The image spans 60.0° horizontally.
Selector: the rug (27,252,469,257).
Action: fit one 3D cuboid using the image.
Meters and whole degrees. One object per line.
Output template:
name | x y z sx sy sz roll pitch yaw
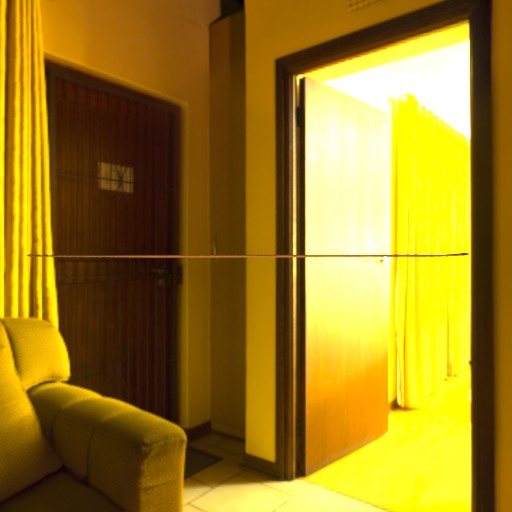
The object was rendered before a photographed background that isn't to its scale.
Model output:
rug | 0.000 0.000 2.299 1.875 0.013 1.162 0 0 18
